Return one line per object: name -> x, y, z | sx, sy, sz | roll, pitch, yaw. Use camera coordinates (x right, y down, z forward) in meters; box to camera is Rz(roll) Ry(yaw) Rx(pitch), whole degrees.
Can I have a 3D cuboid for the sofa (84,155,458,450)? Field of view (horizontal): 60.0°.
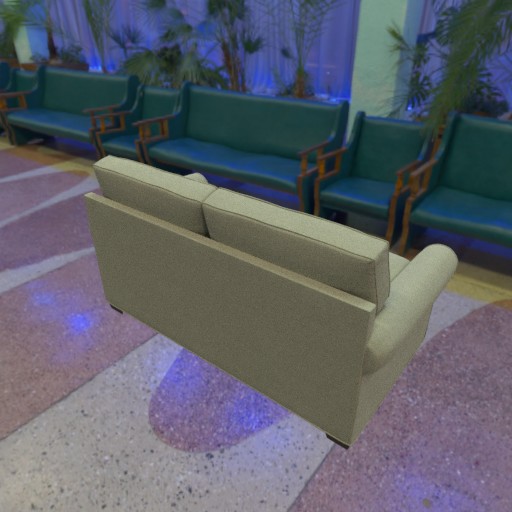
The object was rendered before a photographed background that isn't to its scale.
sofa -> 0.000, 0.000, 2.307 | 1.774, 0.933, 0.861 | 21, 37, 32
